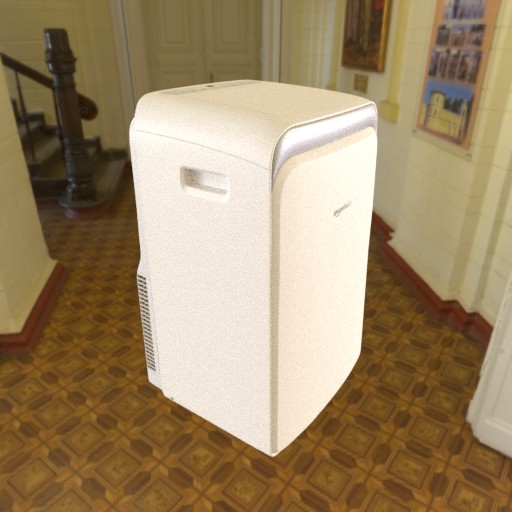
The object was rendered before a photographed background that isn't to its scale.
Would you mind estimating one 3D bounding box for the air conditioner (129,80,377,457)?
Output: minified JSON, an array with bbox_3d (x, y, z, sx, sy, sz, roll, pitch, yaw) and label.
[{"bbox_3d":[0.000,0.000,1.084,0.467,0.765,0.478,19,33,32],"label":"air conditioner"}]
